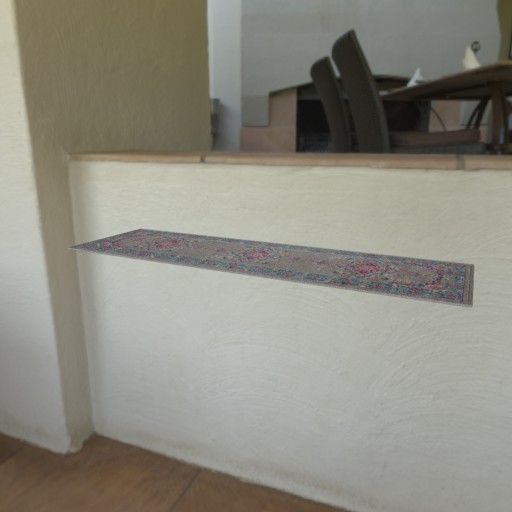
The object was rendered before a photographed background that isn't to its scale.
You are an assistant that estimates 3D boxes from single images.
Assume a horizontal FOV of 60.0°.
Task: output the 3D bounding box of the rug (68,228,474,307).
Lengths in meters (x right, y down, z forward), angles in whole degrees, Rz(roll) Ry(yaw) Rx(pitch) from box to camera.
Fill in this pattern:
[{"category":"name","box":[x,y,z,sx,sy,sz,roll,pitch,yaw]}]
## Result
[{"category":"rug","box":[0.000,0.000,2.059,1.827,0.012,0.553,7,16,25]}]
